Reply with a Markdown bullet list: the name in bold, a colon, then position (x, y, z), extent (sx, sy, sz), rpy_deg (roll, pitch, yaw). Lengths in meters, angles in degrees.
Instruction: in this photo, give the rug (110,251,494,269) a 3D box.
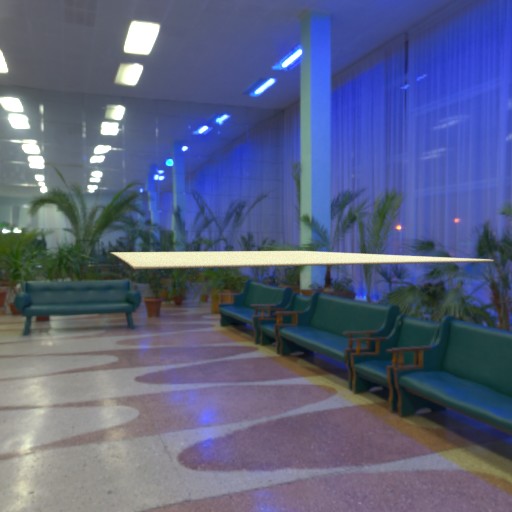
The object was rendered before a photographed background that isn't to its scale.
- **rug**: position (0.000, 0.000, 4.106), extent (2.462, 0.018, 3.039), rpy_deg (-1, 2, -20)
